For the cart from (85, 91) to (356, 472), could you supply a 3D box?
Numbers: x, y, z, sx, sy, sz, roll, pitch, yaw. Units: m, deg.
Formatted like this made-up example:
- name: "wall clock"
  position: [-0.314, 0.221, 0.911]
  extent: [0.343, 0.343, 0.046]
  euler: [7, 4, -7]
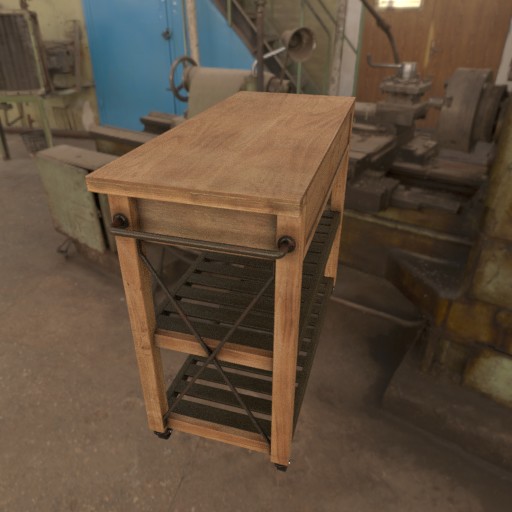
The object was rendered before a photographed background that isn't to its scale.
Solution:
- name: "cart"
  position: [0.000, 0.000, 0.949]
  extent: [0.298, 0.554, 0.686]
  euler: [9, 31, 14]
